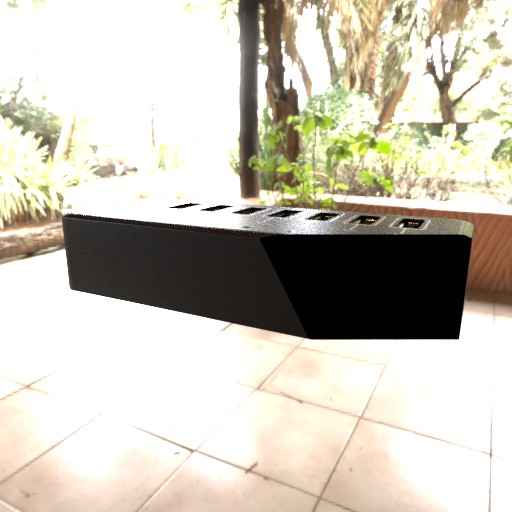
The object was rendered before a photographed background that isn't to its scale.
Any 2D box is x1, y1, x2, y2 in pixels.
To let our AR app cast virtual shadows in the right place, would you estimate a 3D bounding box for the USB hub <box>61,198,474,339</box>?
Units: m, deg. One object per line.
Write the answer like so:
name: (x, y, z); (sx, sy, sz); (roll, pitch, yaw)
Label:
USB hub: (0.000, 0.000, 0.127); (0.110, 0.023, 0.044); (7, 16, 26)
